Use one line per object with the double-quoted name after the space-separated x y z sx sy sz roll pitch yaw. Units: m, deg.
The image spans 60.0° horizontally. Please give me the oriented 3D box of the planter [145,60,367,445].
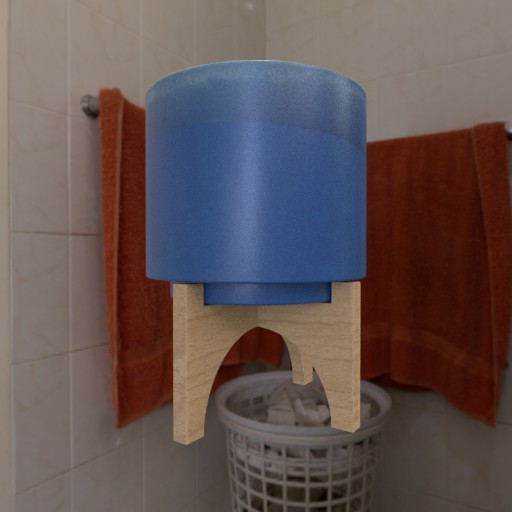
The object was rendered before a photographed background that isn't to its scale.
0.000 0.000 0.542 0.261 0.367 0.261 0 1 0 "planter"
